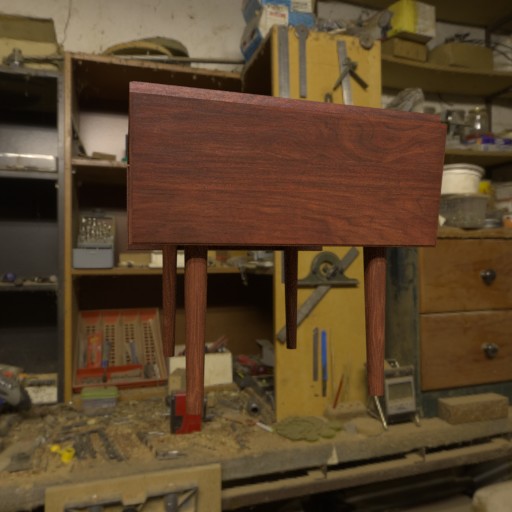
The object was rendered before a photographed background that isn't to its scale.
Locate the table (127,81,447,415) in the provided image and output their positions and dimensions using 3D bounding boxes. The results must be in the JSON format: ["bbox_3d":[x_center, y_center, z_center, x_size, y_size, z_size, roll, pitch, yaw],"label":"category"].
[{"bbox_3d":[0.000,0.000,1.460,0.812,0.763,0.843,0,0,-17],"label":"table"}]
